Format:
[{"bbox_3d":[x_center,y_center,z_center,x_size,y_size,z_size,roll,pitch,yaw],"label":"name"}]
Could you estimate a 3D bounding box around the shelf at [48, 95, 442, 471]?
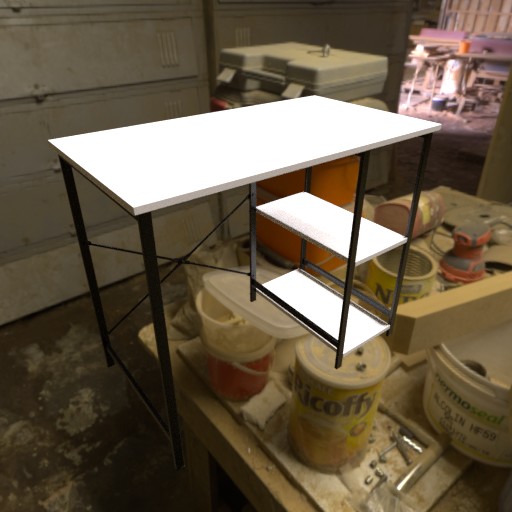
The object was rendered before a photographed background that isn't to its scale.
[{"bbox_3d":[0.000,0.000,1.341,0.902,0.750,0.498,-21,37,-32],"label":"shelf"}]
